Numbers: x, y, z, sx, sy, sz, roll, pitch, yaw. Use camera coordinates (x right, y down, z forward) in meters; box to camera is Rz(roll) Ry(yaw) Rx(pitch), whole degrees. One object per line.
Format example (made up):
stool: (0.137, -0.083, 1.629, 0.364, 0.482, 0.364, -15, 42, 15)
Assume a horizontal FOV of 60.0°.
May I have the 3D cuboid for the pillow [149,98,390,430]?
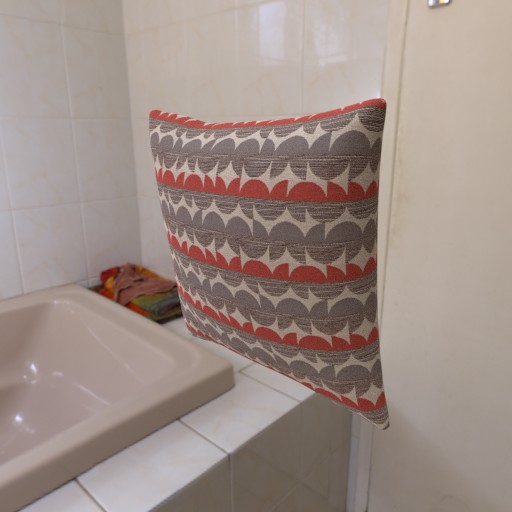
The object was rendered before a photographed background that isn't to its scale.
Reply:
pillow: (0.000, 0.000, 0.637, 0.180, 0.410, 0.420, -15, 22, -43)
